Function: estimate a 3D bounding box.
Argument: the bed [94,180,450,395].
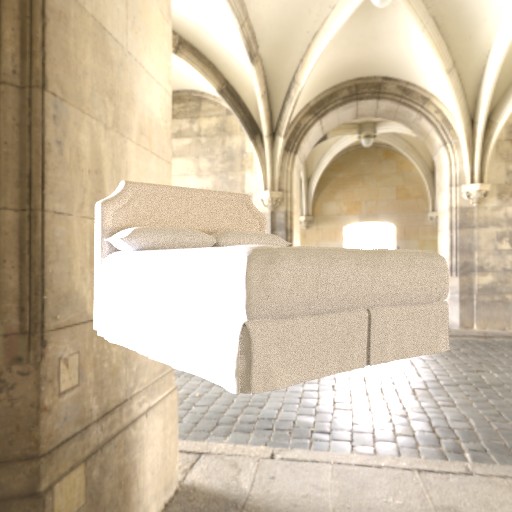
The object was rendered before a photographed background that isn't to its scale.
[{"bbox_3d":[0.000,0.000,3.935,2.134,1.524,2.548,0,-1,-37],"label":"bed"}]
